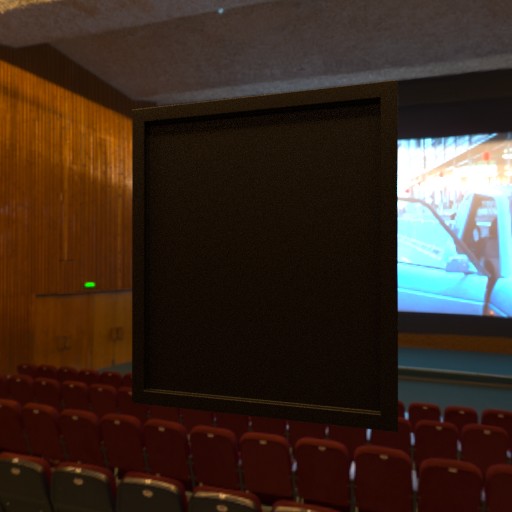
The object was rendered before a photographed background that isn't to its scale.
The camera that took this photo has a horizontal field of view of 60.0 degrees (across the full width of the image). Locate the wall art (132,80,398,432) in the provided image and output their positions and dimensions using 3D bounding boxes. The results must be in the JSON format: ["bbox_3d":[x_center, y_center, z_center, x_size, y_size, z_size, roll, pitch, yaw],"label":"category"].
[{"bbox_3d":[0.000,0.000,0.539,0.328,0.381,0.028,0,0,17],"label":"wall art"}]
